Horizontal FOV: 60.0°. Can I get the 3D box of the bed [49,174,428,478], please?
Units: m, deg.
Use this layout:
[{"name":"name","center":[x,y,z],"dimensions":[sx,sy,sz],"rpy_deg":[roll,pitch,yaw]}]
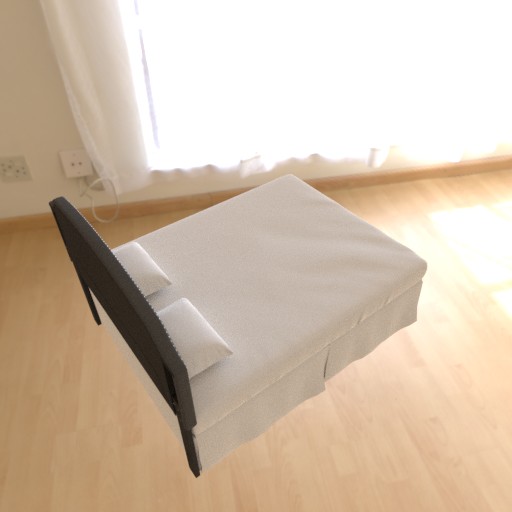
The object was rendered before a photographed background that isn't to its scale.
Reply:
[{"name":"bed","center":[0.000,0.000,2.972],"dimensions":[1.999,1.270,1.558],"rpy_deg":[-27,49,-27]}]
